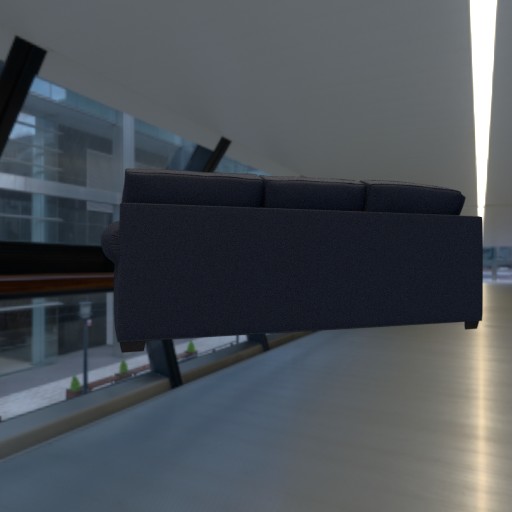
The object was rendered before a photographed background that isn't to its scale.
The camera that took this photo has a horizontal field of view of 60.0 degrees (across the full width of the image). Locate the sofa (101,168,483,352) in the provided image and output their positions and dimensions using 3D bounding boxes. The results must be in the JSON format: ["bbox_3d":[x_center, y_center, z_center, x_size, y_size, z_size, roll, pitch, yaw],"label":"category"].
[{"bbox_3d":[0.000,0.000,3.902,2.562,1.042,2.487,0,0,-19],"label":"sofa"}]
